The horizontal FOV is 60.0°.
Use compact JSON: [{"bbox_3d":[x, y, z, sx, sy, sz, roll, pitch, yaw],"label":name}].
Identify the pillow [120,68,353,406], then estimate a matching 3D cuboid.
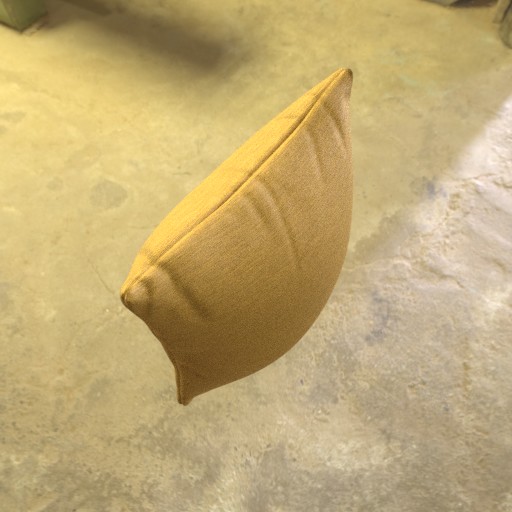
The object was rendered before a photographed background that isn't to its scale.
[{"bbox_3d":[0.000,0.000,0.682,0.247,0.417,0.435,31,63,18],"label":"pillow"}]
